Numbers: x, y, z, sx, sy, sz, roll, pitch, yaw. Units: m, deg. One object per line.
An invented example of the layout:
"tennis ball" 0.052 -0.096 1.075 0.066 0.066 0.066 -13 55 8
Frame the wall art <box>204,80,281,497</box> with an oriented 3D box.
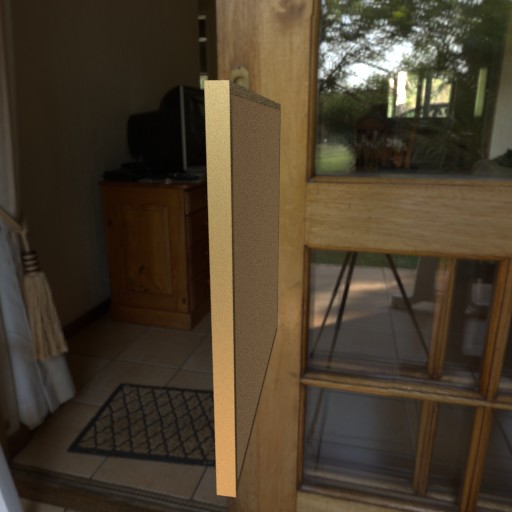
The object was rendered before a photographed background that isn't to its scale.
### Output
"wall art" 0.000 0.000 1.125 0.038 0.762 0.762 2 16 8
